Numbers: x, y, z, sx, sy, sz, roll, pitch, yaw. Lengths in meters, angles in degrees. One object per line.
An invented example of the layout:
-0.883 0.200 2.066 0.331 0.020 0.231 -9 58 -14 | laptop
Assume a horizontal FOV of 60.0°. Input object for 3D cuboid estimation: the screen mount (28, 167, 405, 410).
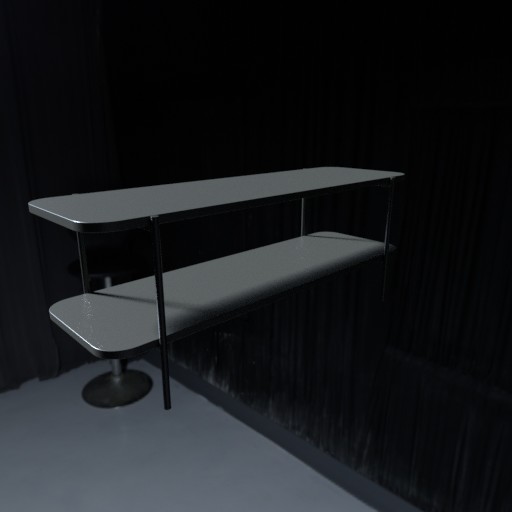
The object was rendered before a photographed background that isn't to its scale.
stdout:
0.000 0.000 1.389 1.200 0.447 0.400 -16 23 -41 | screen mount
